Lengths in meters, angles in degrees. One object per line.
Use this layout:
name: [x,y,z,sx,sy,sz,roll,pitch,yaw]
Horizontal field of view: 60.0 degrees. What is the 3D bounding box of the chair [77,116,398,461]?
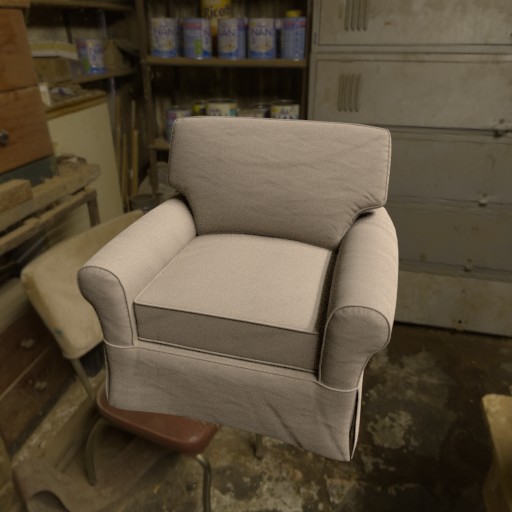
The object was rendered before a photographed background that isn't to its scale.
chair: [0.000,0.000,1.858,1.135,1.017,0.988,7,28,14]
